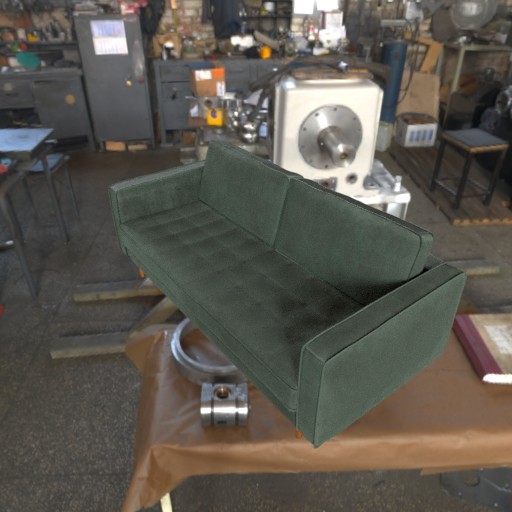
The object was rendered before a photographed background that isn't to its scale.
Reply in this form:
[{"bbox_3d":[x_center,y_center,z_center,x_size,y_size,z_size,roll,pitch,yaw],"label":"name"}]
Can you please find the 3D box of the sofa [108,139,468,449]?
[{"bbox_3d":[0.000,0.000,2.317,0.886,0.781,1.816,-22,38,-31],"label":"sofa"}]
